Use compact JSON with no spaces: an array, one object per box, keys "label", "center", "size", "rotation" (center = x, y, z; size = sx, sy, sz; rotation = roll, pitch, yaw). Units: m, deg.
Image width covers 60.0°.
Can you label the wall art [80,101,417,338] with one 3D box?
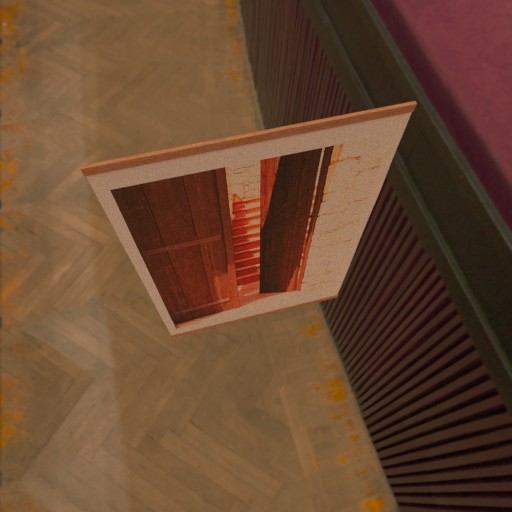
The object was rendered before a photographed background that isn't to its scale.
[{"label":"wall art","center":[0.000,0.000,1.973],"size":[1.019,1.527,0.019],"rotation":[-13,63,-7]}]
